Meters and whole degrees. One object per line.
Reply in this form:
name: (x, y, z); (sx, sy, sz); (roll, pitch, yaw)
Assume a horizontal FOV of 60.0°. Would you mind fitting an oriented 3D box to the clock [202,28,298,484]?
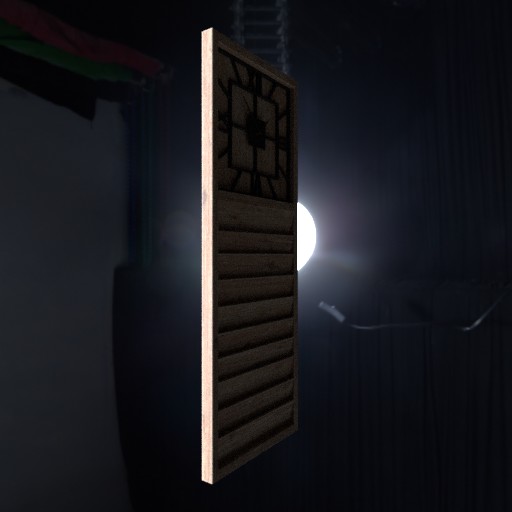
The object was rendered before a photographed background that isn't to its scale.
clock: (0.000, 0.000, 1.091); (0.030, 0.965, 0.361); (0, 0, 35)
